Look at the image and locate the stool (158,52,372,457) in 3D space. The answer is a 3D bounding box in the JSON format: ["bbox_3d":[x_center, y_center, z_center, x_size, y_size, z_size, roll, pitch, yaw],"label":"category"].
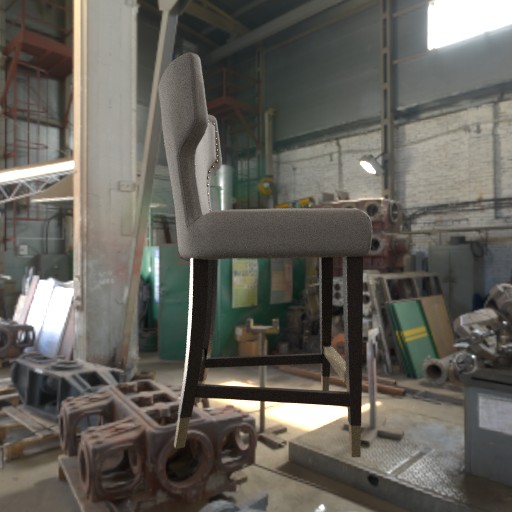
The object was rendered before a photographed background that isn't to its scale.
[{"bbox_3d":[0.000,0.000,1.317,0.563,0.982,0.527,0,0,0],"label":"stool"}]
